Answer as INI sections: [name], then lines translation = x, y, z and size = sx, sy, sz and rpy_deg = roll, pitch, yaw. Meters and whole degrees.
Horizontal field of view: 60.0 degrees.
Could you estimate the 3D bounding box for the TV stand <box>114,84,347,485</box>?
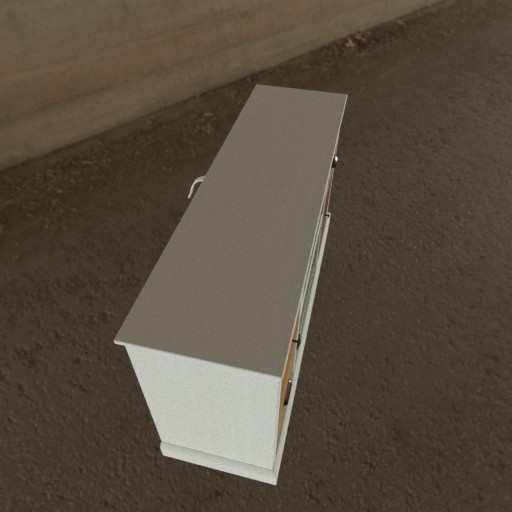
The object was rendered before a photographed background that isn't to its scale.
[TV stand]
translation = 0.000, 0.000, 1.486
size = 0.424, 0.624, 1.187
rpy_deg = 10, 47, 10
